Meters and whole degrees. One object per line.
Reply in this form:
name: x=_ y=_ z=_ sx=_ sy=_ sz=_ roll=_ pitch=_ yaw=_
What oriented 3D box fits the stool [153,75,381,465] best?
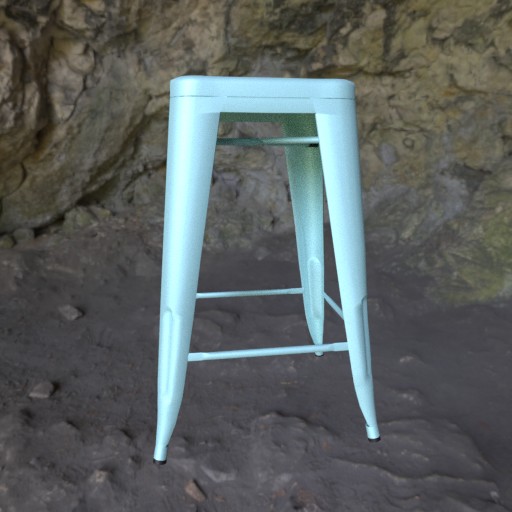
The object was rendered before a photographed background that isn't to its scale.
stool: x=0.000 y=0.000 z=0.851 sx=0.399 sy=0.609 sz=0.359 roll=-2 pitch=14 yaw=-9
